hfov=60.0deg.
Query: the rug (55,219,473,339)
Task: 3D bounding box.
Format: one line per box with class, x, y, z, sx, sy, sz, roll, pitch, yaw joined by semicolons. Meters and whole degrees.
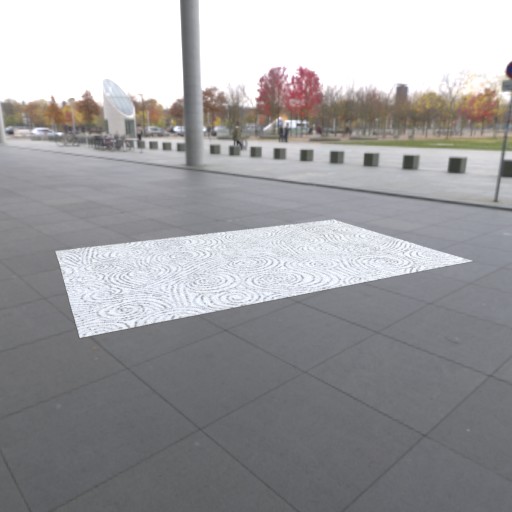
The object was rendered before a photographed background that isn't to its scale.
rug;0.000;0.000;3.035;2.439;0.005;1.524;-8;18;-26
